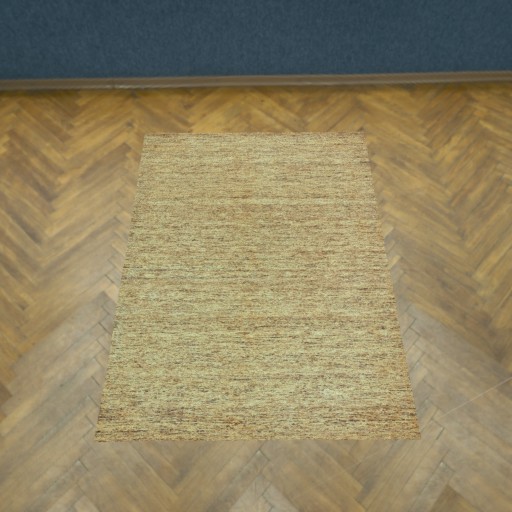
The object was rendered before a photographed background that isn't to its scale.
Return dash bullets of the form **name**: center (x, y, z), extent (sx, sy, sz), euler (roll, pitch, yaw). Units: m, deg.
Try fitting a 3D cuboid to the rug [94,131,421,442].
- **rug**: center (0.000, 0.000, 4.117), extent (2.438, 0.012, 3.200), euler (0, 59, 0)
